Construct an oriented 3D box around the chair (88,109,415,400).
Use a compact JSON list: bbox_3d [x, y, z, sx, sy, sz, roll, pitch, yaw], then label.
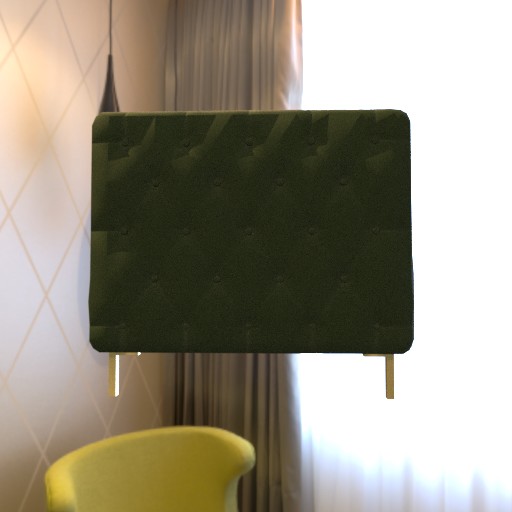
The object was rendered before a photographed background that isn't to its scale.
[{"bbox_3d":[0.000,0.000,1.558,0.855,0.768,0.917,0,-2,2],"label":"chair"}]
